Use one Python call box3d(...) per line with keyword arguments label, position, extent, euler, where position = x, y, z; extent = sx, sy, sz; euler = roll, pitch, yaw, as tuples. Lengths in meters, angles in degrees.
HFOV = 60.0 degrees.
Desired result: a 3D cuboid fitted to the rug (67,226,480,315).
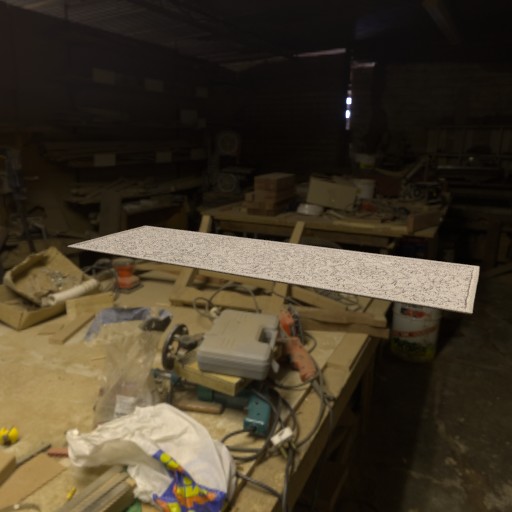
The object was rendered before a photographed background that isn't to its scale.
box3d(label="rug", position=(0.000, 0.000, 2.720), extent=(2.448, 0.012, 0.769), euler=(8, 17, 27))
